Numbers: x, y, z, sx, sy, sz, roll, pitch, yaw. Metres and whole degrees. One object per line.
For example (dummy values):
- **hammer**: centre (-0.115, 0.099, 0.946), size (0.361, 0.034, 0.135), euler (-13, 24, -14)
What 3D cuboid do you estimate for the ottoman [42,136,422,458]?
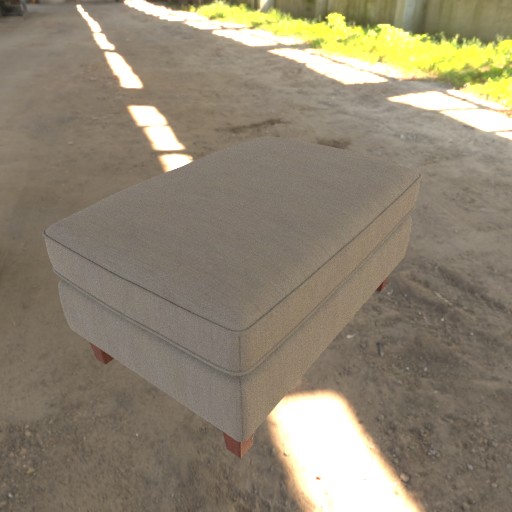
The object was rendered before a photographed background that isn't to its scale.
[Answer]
- **ottoman**: centre (0.000, 0.000, 1.309), size (0.636, 0.480, 0.941), euler (21, 38, 30)
